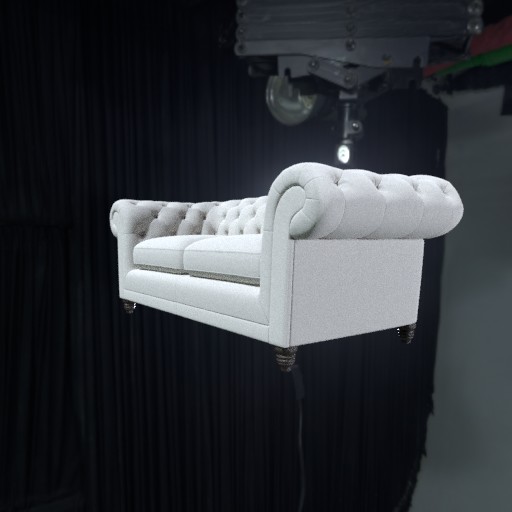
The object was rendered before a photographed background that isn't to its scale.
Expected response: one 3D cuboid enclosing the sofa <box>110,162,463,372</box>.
[{"bbox_3d":[0.000,0.000,2.461,0.986,0.764,1.998,-2,3,-36],"label":"sofa"}]
